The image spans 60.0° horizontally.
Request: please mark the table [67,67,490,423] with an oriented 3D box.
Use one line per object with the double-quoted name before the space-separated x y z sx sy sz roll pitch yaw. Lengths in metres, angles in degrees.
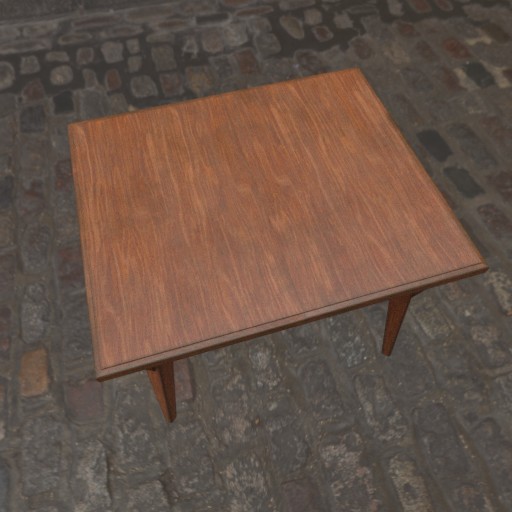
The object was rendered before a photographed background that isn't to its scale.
"table" 0.000 0.000 1.580 0.991 0.761 0.838 -14 60 -8
